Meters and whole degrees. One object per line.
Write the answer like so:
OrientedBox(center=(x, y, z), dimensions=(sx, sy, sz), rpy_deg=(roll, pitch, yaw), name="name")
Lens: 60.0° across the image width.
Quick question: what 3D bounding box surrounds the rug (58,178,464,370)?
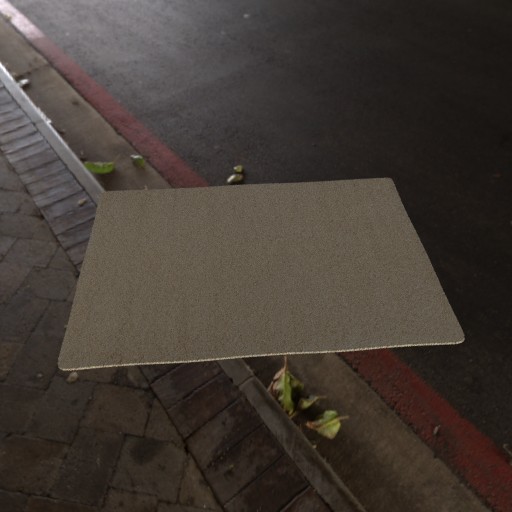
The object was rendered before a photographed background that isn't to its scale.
OrientedBox(center=(0.000, 0.000, 3.505), dimensions=(2.698, 0.025, 1.798), rpy_deg=(-3, 47, -3), name="rug")
